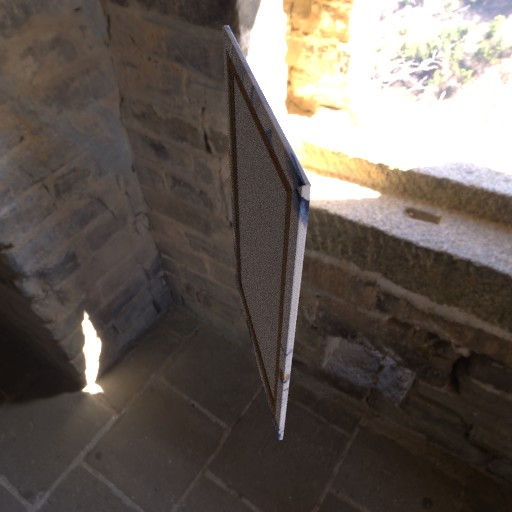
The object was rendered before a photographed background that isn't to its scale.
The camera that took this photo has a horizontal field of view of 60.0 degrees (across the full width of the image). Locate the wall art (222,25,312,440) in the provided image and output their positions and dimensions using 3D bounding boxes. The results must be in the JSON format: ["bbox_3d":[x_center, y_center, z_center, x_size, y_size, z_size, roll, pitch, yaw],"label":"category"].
[{"bbox_3d":[0.000,0.000,1.143,0.016,0.914,0.610,-10,47,-9],"label":"wall art"}]
